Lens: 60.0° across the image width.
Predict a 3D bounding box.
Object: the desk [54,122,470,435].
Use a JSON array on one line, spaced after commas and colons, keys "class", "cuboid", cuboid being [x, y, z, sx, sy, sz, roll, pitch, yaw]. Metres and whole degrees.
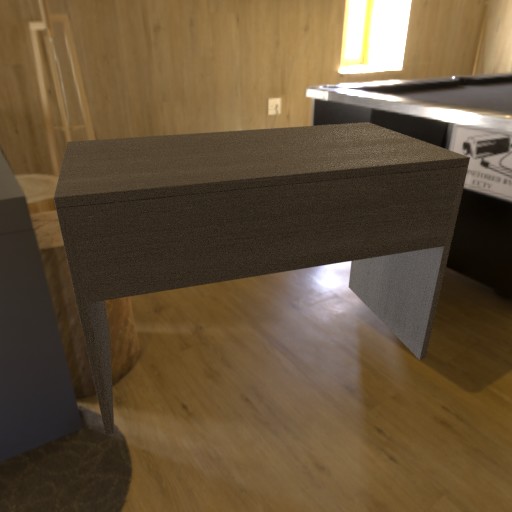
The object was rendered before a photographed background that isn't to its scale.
[{"class": "desk", "cuboid": [0.000, 0.000, 1.511, 1.099, 0.729, 0.557, -8, 28, -16]}]
